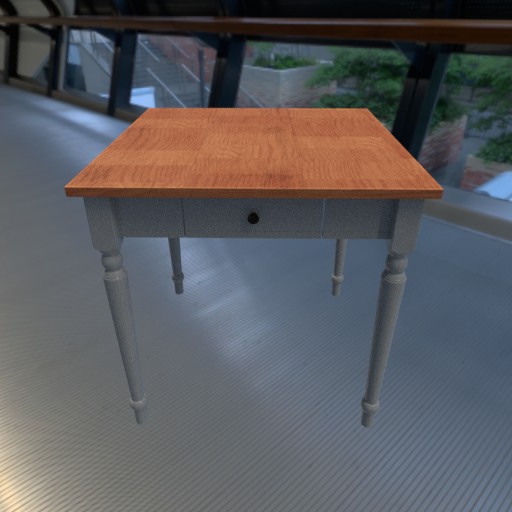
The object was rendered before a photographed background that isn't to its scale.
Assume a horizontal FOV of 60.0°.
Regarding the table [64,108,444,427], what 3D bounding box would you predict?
[{"bbox_3d":[0.000,0.000,1.378,0.747,0.738,0.747,0,30,1],"label":"table"}]
